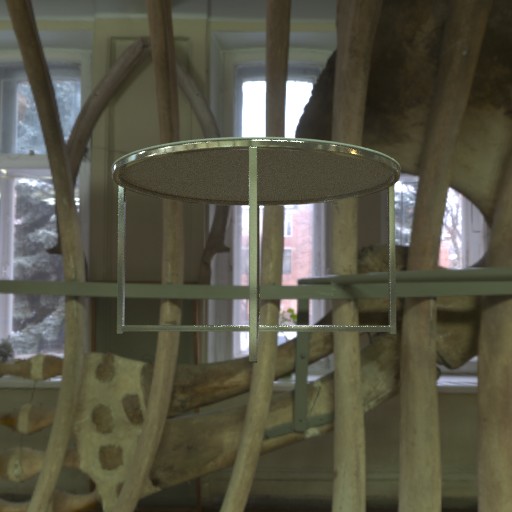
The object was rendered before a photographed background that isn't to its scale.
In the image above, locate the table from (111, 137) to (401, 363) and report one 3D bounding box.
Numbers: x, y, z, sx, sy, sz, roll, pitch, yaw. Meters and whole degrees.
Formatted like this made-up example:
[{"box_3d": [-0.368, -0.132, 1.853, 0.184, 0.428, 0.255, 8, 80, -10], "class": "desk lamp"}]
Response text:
[{"box_3d": [0.000, 0.000, 1.280, 0.800, 0.450, 0.800, 0, -2, 0], "class": "table"}]
